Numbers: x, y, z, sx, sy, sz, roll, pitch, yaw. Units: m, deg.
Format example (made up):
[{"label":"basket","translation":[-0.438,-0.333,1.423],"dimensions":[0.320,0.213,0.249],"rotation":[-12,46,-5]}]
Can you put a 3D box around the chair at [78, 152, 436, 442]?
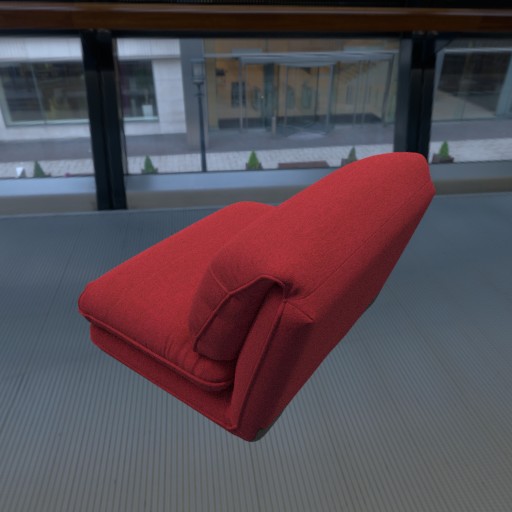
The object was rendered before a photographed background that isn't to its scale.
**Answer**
[{"label":"chair","translation":[0.000,0.000,1.343],"dimensions":[0.780,0.580,0.820],"rotation":[21,37,30]}]
